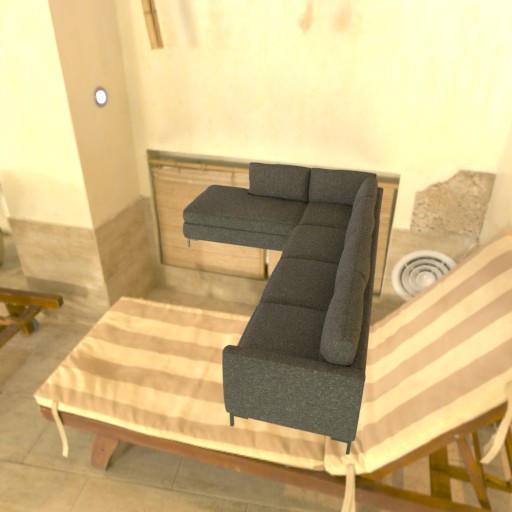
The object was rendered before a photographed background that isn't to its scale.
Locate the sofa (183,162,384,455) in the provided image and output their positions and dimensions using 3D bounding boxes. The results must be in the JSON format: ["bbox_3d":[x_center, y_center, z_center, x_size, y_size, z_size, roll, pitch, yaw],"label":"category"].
[{"bbox_3d":[0.000,0.000,3.841,2.007,0.815,2.949,8,31,14],"label":"sofa"}]
